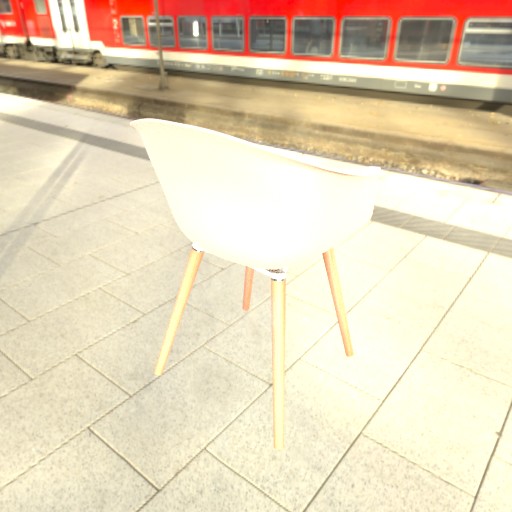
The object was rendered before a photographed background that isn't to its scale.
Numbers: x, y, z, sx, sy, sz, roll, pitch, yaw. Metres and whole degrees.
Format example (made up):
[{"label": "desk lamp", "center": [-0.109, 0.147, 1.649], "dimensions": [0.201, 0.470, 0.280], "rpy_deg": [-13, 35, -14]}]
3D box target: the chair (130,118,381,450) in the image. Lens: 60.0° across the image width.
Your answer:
[{"label": "chair", "center": [0.000, 0.000, 1.176], "dimensions": [0.593, 0.781, 0.504], "rpy_deg": [20, 35, 31]}]
